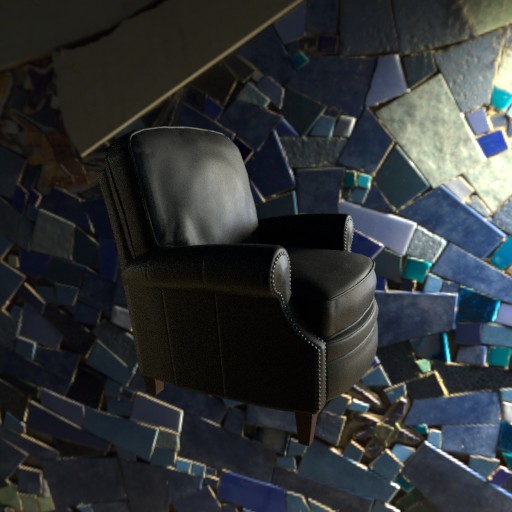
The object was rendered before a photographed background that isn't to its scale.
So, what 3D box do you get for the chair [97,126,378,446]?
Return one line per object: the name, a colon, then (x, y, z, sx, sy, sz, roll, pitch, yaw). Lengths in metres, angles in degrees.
chair: (0.000, 0.000, 1.789, 0.986, 1.018, 0.936, 7, 15, 26)
